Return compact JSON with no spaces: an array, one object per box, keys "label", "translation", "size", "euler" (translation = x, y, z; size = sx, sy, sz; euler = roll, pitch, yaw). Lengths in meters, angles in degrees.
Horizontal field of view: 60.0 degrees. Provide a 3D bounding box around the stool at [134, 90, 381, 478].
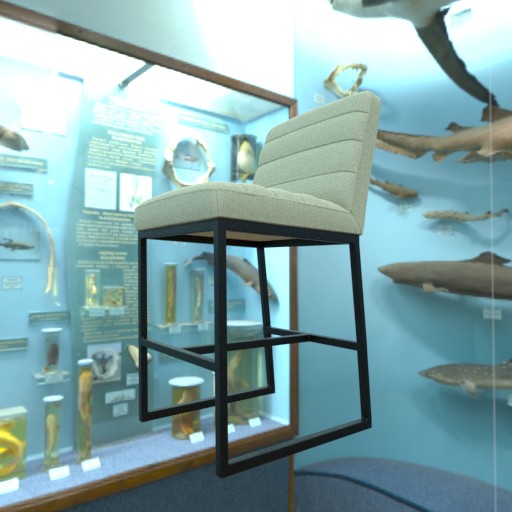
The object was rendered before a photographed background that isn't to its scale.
[{"label":"stool","translation":[0.000,0.000,1.257],"size":[0.560,0.940,0.460],"euler":[1,-2,-37]}]
